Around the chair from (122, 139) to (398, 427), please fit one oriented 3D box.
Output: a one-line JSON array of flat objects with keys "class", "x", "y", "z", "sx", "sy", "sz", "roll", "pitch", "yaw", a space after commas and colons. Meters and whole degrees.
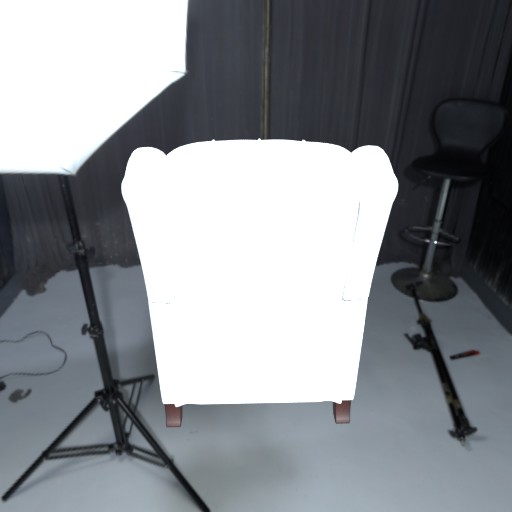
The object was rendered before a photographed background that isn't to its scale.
[{"class": "chair", "x": 0.000, "y": 0.000, "z": 1.658, "sx": 0.742, "sy": 1.035, "sz": 0.902, "roll": -1, "pitch": 29, "yaw": -1}]
